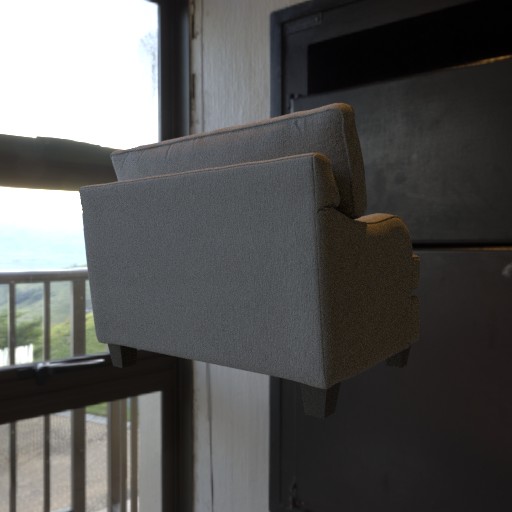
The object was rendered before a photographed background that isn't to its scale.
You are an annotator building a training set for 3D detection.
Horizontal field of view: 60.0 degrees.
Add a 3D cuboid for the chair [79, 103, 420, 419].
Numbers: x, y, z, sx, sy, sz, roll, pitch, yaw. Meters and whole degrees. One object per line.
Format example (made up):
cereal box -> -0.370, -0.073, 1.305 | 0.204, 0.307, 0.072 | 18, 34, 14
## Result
chair -> 0.000, 0.000, 2.017 | 1.220, 1.016, 1.041 | 1, 1, 36
